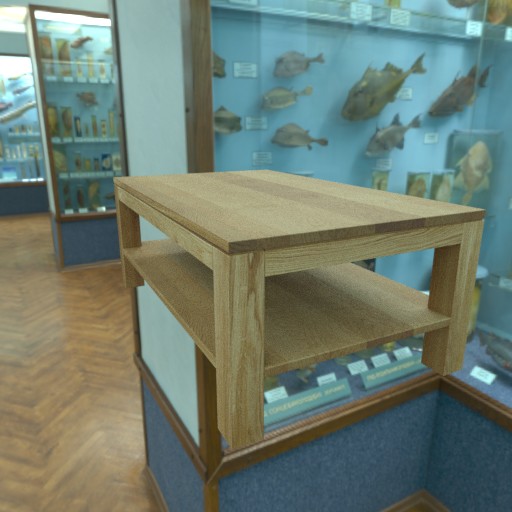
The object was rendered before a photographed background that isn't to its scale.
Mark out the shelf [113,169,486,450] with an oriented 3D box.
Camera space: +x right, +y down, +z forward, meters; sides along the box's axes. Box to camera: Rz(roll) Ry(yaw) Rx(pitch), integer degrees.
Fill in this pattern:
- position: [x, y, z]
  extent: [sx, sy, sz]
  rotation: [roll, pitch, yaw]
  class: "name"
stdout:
- position: [0.000, 0.000, 1.506]
  extent: [0.700, 0.450, 1.150]
  rotation: [-8, 18, -26]
  class: "shelf"
